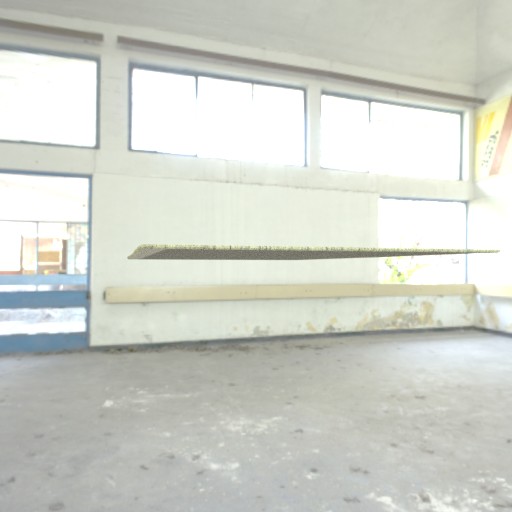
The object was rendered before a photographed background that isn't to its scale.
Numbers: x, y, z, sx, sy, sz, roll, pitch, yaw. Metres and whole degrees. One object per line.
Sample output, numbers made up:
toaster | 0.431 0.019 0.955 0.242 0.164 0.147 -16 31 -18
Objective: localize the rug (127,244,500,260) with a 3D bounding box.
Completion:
rug | 0.000 0.000 2.260 1.243 0.014 1.846 0 -1 -17
